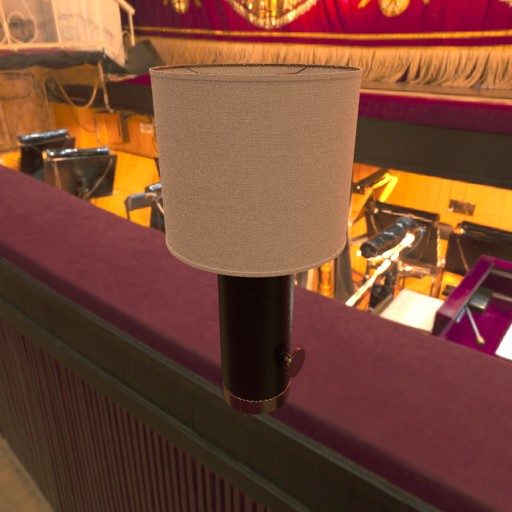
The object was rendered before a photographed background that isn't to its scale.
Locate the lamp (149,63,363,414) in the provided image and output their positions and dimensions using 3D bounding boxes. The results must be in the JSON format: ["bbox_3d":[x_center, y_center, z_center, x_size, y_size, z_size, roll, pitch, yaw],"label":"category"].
[{"bbox_3d":[0.000,0.000,0.615,0.240,0.482,0.241,18,31,33],"label":"lamp"}]
